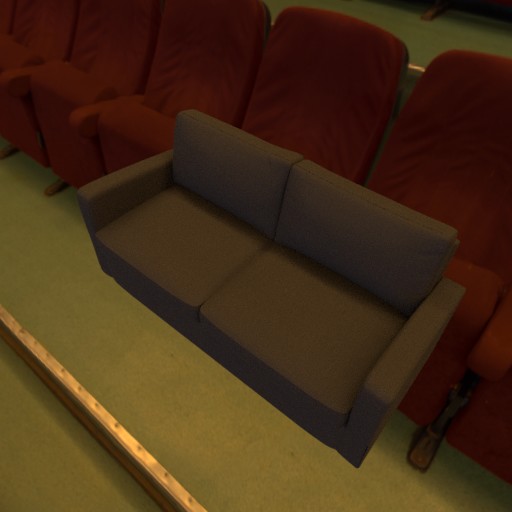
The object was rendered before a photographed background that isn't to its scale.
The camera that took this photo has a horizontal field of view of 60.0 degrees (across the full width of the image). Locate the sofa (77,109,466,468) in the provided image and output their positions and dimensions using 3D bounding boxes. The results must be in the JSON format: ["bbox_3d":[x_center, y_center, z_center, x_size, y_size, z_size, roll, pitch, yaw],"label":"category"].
[{"bbox_3d":[0.000,0.000,2.277,1.852,0.839,0.898,31,54,26],"label":"sofa"}]
